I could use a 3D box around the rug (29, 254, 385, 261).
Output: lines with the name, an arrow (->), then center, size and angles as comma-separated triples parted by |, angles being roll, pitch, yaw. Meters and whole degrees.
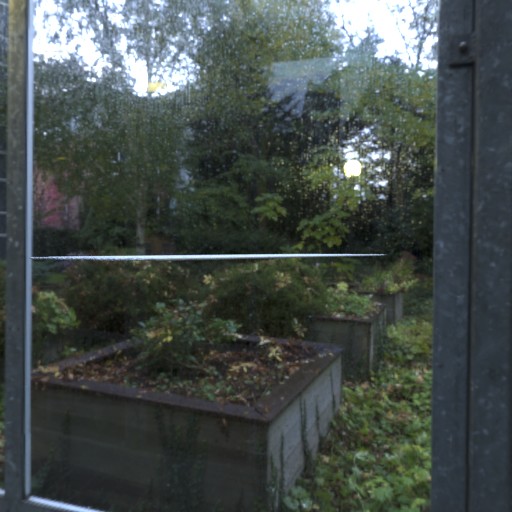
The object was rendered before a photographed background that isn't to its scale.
rug -> 0.000, 0.000, 2.759 | 0.774, 0.011, 2.449 | 0, 1, 36
